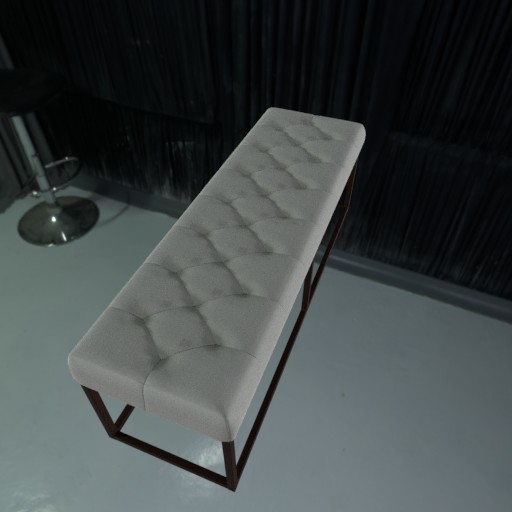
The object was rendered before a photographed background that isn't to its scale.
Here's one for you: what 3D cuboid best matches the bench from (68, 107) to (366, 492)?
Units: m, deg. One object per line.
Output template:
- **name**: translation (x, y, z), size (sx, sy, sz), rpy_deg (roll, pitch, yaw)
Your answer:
- **bench**: translation (0.000, 0.000, 1.699), size (0.479, 0.488, 1.488), rpy_deg (16, 47, 15)
